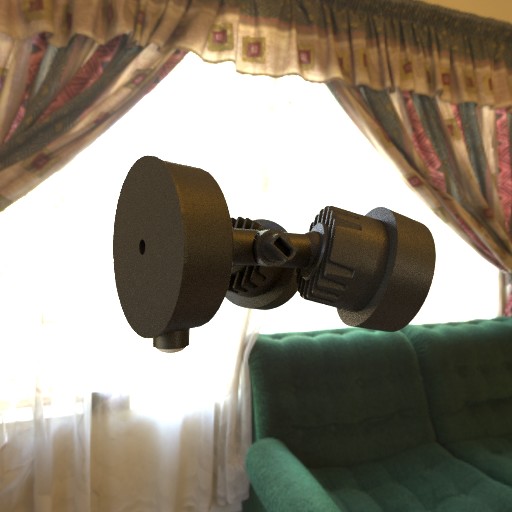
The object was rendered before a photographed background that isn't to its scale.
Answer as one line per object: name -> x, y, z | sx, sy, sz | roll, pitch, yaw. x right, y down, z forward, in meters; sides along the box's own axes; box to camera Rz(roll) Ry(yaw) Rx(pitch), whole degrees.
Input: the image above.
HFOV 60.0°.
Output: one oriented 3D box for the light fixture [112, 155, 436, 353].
light fixture -> 0.000, 0.000, 0.314 | 0.168, 0.120, 0.213 | 0, 1, -36
